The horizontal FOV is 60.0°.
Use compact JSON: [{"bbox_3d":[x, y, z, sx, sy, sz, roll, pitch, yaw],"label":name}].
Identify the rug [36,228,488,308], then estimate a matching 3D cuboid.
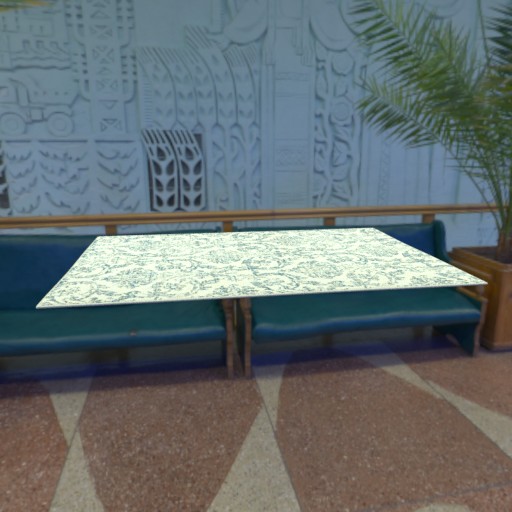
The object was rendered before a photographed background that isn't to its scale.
[{"bbox_3d":[0.000,0.000,3.517,2.746,0.018,1.819,-2,15,-8],"label":"rug"}]
